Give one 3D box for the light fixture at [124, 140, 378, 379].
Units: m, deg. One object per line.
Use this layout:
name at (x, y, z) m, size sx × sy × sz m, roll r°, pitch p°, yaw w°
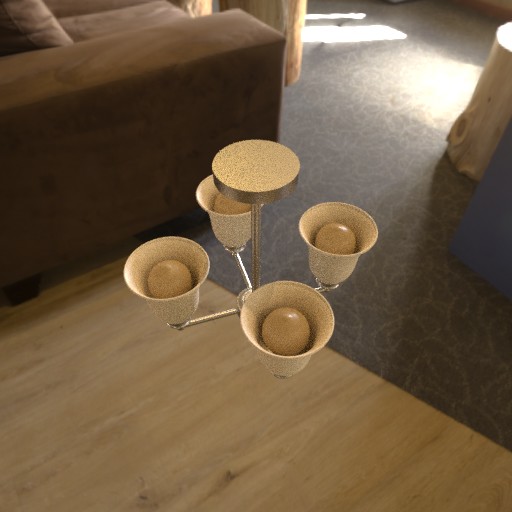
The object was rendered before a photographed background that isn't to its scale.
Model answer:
light fixture at (0.000, 0.000, 0.743) m, size 0.427 × 0.370 × 0.427 m, roll -13°, pitch 48°, yaw -12°
